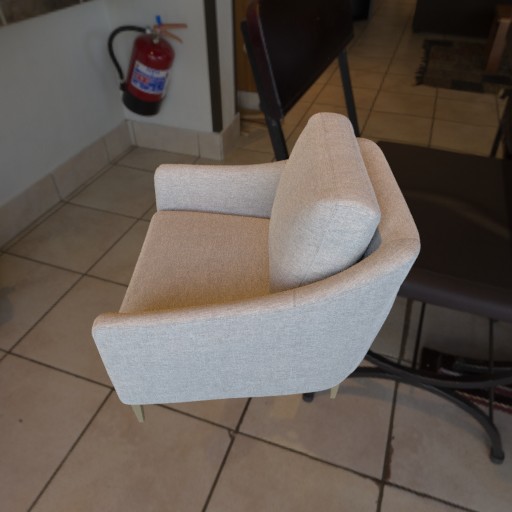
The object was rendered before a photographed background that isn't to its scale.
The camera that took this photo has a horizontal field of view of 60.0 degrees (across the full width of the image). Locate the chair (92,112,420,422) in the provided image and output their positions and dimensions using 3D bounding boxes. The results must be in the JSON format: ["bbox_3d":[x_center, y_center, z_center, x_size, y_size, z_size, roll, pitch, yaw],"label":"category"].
[{"bbox_3d":[0.000,0.000,1.704,0.961,0.902,0.986,1,39,1],"label":"chair"}]
